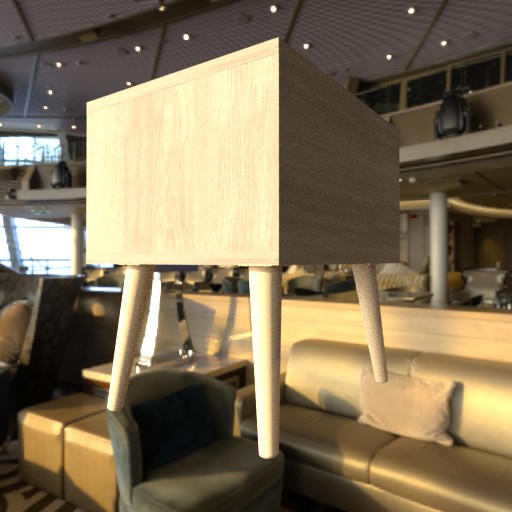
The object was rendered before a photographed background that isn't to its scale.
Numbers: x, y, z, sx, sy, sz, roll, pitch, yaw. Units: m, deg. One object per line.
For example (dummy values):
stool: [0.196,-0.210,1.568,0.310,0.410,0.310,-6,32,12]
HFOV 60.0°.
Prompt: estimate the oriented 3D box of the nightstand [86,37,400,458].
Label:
nightstand: [0.000,0.000,0.803,0.380,0.500,0.450,0,-1,35]
